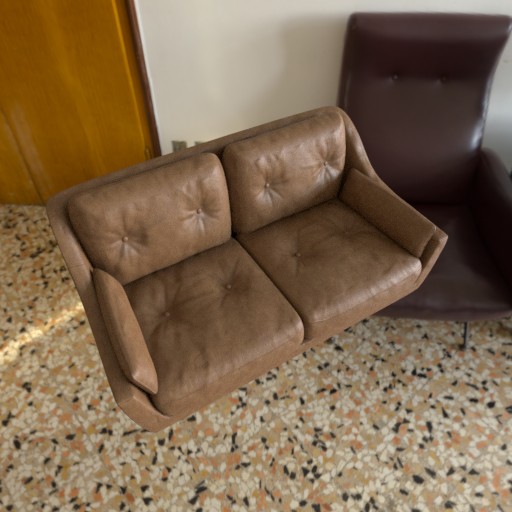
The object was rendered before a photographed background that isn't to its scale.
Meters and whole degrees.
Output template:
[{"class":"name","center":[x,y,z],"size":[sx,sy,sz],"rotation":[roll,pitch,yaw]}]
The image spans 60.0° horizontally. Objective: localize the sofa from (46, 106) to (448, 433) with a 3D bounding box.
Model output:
[{"class":"sofa","center":[0.000,0.000,2.254],"size":[1.731,0.886,0.981],"rotation":[-24,51,-21]}]
